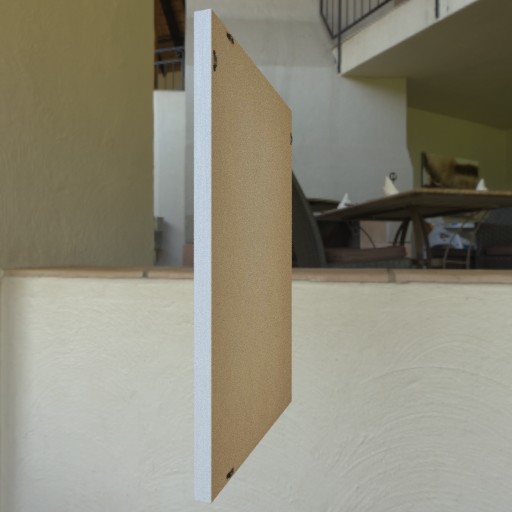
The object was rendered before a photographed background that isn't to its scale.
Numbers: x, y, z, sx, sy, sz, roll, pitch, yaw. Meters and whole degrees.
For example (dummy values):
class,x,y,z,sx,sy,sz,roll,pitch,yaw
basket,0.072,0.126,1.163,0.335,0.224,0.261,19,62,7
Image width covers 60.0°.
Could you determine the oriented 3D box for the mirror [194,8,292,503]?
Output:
class,x,y,z,sx,sy,sz,roll,pitch,yaw
mirror,0.000,0.000,1.112,0.040,0.915,0.609,0,0,19
